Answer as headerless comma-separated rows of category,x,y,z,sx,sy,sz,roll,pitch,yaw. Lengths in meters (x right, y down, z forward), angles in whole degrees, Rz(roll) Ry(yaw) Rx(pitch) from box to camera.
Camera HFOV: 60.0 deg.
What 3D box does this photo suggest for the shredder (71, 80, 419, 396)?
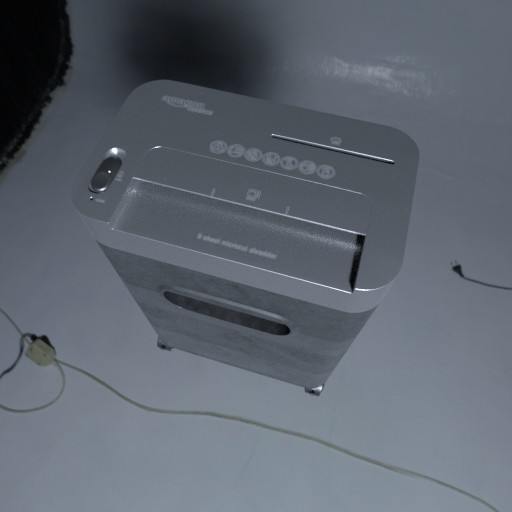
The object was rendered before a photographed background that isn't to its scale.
shredder,0.000,0.000,0.618,0.311,0.419,0.237,15,62,8
